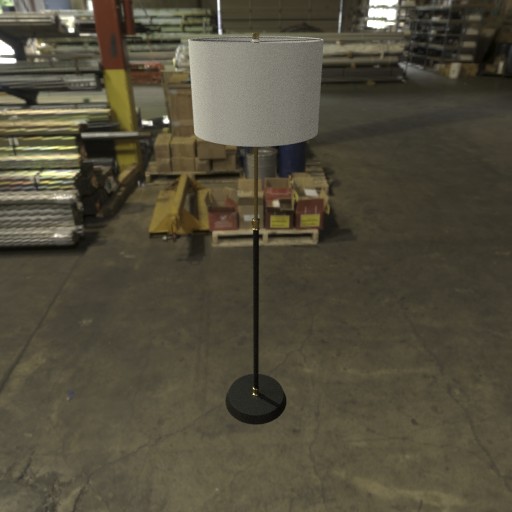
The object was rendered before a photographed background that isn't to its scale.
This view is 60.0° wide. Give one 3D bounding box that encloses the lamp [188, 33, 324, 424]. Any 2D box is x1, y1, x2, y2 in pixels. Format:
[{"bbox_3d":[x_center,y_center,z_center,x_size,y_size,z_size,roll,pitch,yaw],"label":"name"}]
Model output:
[{"bbox_3d":[0.000,0.000,1.688,0.404,1.517,0.404,-2,29,-3],"label":"lamp"}]
